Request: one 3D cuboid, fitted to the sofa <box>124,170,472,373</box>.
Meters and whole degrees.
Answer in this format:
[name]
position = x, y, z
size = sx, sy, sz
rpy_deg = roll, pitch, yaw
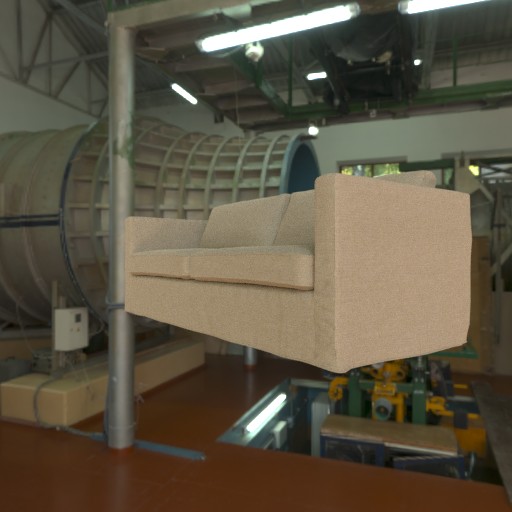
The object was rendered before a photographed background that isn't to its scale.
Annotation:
[sofa]
position = 0.000, 0.000, 2.768
size = 0.956, 0.847, 2.296
rpy_deg = 0, 0, -35
